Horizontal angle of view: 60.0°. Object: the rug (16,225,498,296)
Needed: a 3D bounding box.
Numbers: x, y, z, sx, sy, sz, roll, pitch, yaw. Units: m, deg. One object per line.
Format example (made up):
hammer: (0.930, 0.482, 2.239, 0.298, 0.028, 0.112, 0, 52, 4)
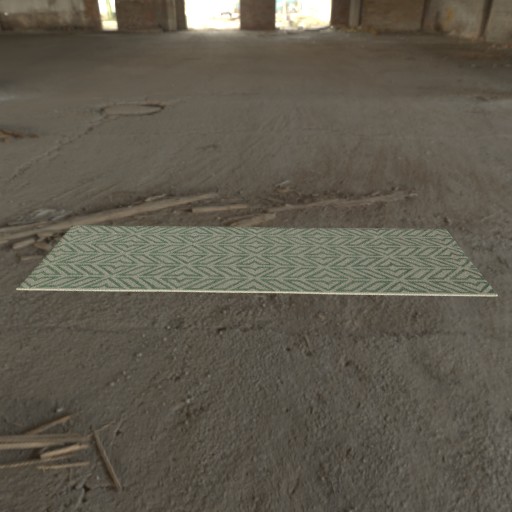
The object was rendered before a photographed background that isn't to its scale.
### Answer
rug: (0.000, 0.000, 2.562, 2.435, 0.009, 0.750, 1, 30, 1)
